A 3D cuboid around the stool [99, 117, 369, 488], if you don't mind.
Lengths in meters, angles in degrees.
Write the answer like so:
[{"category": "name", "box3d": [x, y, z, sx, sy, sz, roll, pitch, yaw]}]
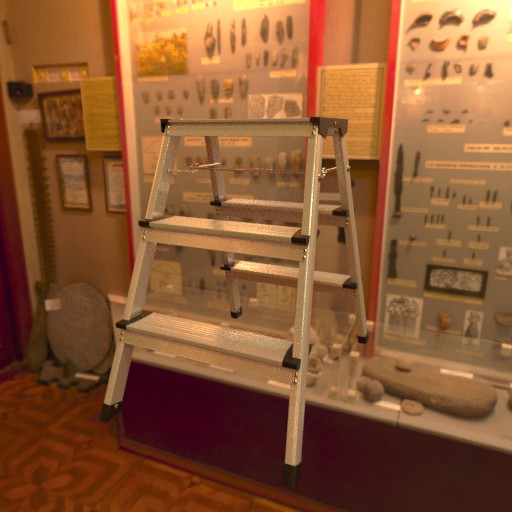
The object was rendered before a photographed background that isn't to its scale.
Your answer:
[{"category": "stool", "box3d": [0.000, 0.000, 1.022, 0.437, 0.605, 0.622, 7, 18, 24]}]
